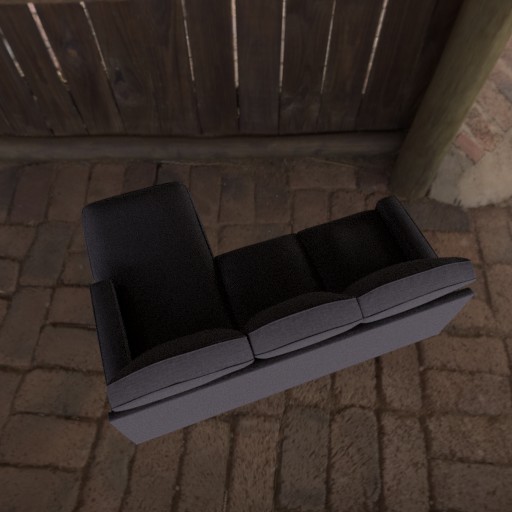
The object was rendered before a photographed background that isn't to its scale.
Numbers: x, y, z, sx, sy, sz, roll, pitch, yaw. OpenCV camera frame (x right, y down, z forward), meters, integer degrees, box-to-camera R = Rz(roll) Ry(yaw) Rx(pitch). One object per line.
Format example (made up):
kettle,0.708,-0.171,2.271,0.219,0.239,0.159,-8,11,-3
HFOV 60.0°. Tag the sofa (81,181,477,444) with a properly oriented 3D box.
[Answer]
sofa,0.000,0.000,3.284,2.370,0.973,1.790,-17,59,-10
